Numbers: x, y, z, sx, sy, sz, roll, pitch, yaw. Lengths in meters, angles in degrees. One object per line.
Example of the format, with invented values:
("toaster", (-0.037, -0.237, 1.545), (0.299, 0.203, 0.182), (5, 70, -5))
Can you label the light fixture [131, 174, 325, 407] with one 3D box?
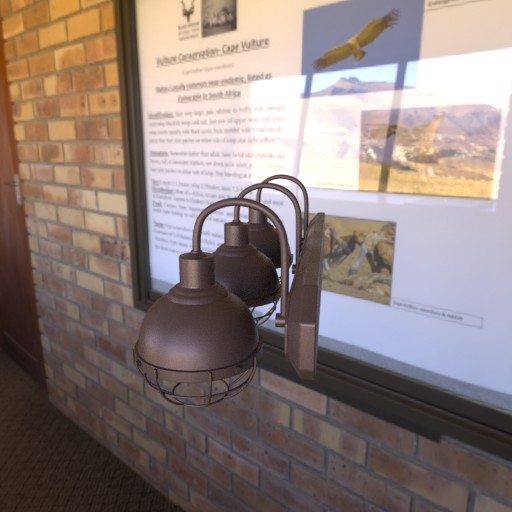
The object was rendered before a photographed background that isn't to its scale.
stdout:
("light fixture", (0.000, 0.000, 0.772), (0.229, 0.254, 0.634), (2, 14, 9))
